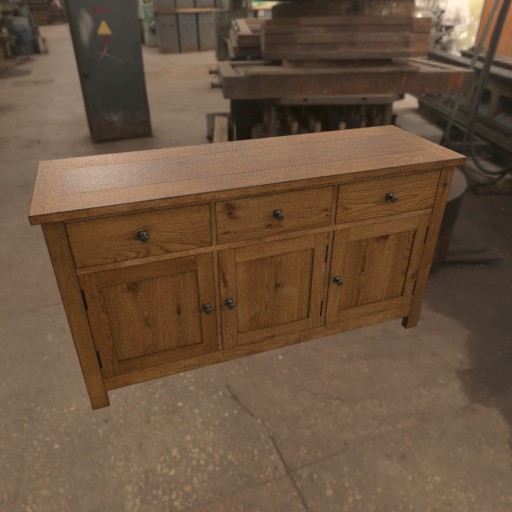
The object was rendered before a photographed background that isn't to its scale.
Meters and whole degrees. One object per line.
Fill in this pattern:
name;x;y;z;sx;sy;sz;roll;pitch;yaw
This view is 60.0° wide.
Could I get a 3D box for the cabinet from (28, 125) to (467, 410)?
cabinet;0.000;0.000;1.806;1.474;0.813;0.480;-10;33;-17
